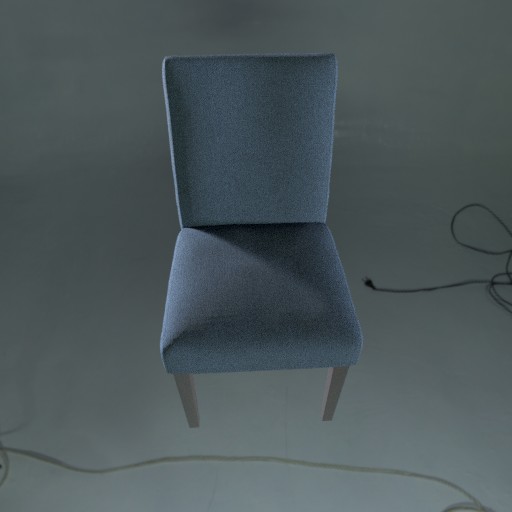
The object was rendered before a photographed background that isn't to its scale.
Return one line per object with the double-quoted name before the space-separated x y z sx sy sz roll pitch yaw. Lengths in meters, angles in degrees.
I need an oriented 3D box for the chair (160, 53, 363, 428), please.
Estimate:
"chair" 0.000 0.000 1.235 0.487 0.882 0.629 -2 48 -2
